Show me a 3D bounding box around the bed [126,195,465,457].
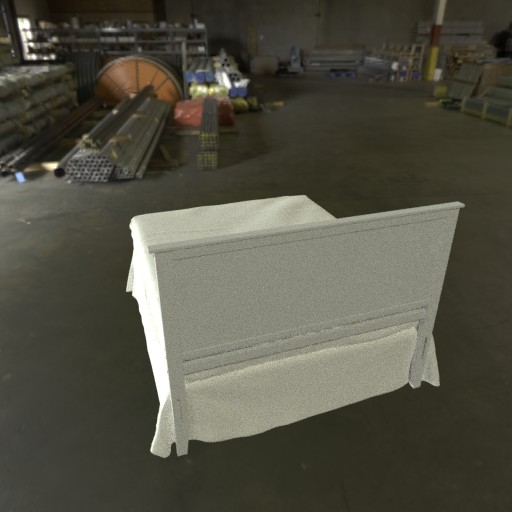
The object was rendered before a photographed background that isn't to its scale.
[{"bbox_3d":[0.000,0.000,3.205,1.876,1.269,2.047,-9,28,-17],"label":"bed"}]
